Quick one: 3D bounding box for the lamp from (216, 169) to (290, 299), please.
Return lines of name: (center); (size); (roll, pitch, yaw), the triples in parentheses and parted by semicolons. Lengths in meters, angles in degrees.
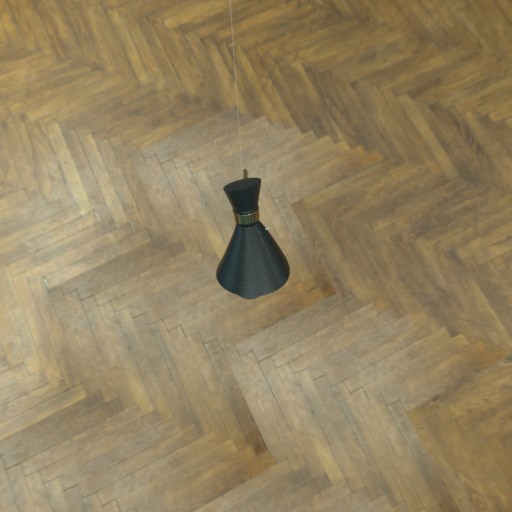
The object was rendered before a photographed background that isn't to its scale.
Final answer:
lamp: (0.000, 0.000, 1.603); (0.277, 1.438, 0.467); (20, 77, 5)
